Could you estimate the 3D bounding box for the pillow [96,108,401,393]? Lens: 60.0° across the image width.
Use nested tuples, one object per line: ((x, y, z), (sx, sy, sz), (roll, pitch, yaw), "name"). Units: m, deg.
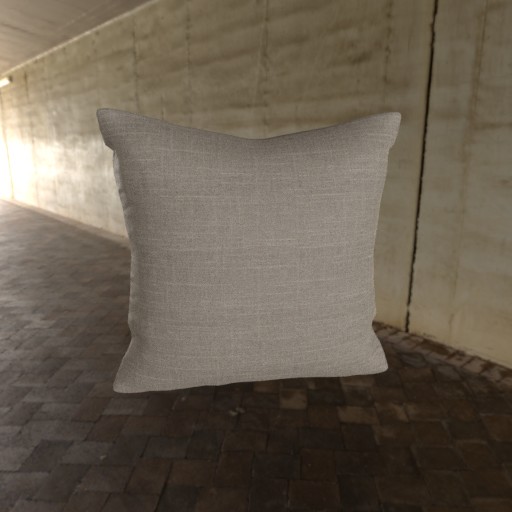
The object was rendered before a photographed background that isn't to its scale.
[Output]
((0.000, 0.000, 0.638), (0.424, 0.400, 0.169), (-2, 14, -8), "pillow")
